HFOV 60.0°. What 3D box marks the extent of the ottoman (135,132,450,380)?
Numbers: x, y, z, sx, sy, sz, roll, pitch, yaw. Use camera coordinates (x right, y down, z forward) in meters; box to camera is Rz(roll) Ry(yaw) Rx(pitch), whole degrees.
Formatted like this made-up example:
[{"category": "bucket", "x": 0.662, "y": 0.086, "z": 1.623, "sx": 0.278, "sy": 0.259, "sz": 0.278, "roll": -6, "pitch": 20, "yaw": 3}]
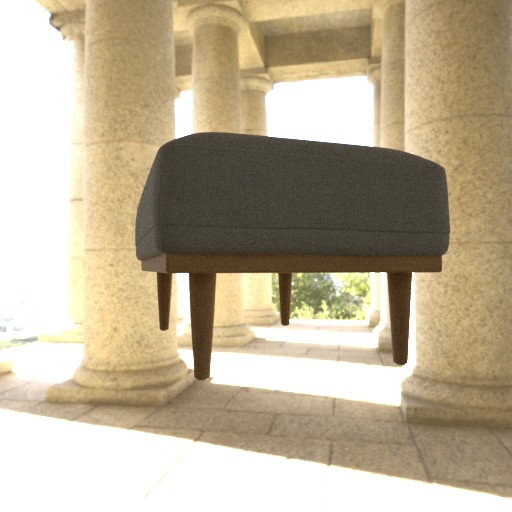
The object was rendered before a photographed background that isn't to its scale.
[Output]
[{"category": "ottoman", "x": 0.000, "y": 0.000, "z": 1.084, "sx": 0.549, "sy": 0.428, "sz": 0.749, "roll": 1, "pitch": -2, "yaw": -17}]
